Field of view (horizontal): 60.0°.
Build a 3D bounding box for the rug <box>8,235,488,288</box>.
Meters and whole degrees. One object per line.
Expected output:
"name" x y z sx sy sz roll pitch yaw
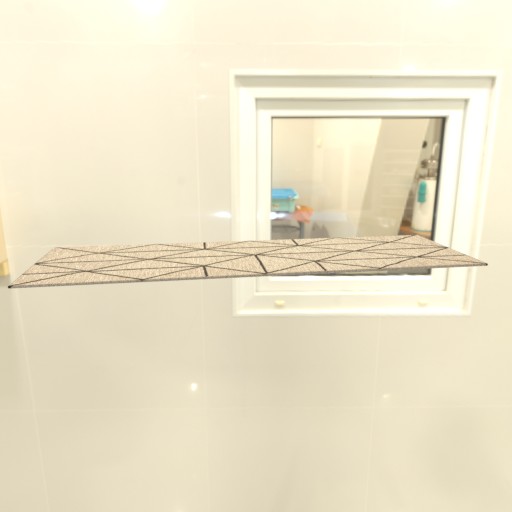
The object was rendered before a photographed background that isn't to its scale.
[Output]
"rug" 0.000 0.000 2.587 2.438 0.012 0.762 -2 15 -9
